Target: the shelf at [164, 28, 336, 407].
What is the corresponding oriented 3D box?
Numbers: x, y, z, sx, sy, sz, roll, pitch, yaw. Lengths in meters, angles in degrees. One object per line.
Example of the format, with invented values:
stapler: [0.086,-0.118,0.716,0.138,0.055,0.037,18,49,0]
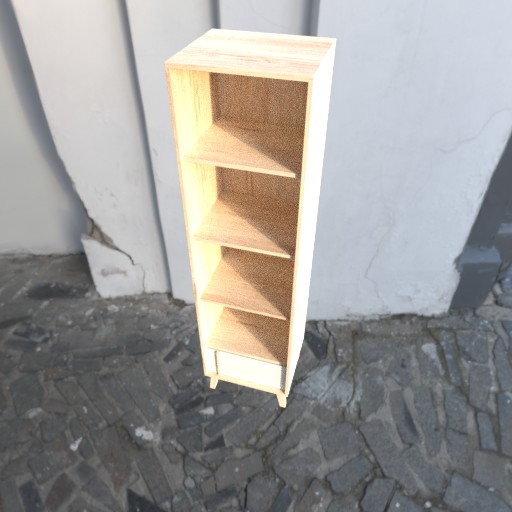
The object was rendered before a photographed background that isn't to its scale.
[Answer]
shelf: [0.000,0.000,2.235,0.510,1.960,0.450,11,42,13]
